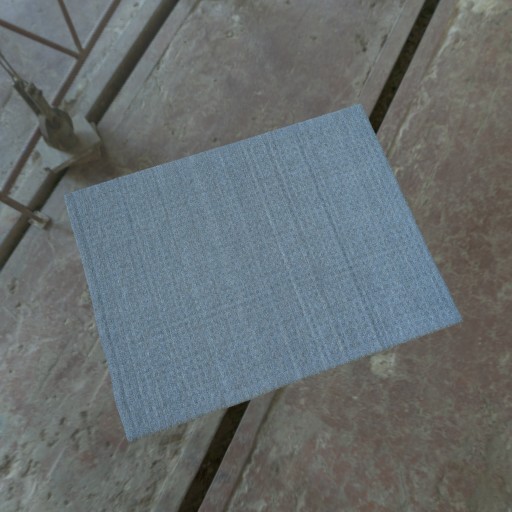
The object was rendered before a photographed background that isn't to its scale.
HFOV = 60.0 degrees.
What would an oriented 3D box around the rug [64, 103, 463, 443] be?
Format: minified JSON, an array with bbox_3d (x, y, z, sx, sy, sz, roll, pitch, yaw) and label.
[{"bbox_3d":[0.000,0.000,4.244,3.200,0.007,2.443,-18,76,-5],"label":"rug"}]
